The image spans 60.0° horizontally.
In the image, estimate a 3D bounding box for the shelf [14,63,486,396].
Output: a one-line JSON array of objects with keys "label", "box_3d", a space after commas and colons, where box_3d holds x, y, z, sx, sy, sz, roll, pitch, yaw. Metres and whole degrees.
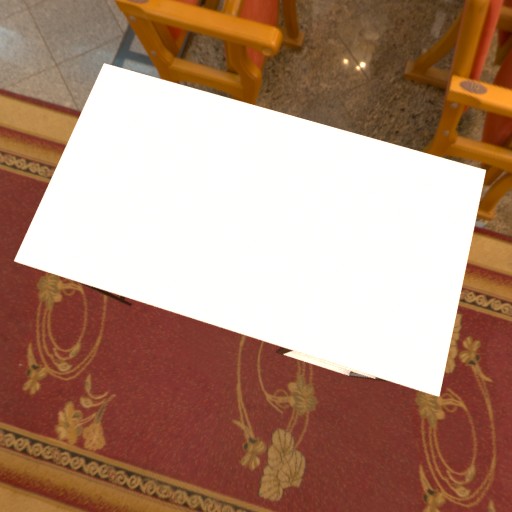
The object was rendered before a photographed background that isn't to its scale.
[{"label": "shelf", "box_3d": [0.000, 0.000, 1.312, 0.902, 0.750, 0.498, 17, 77, 4]}]
